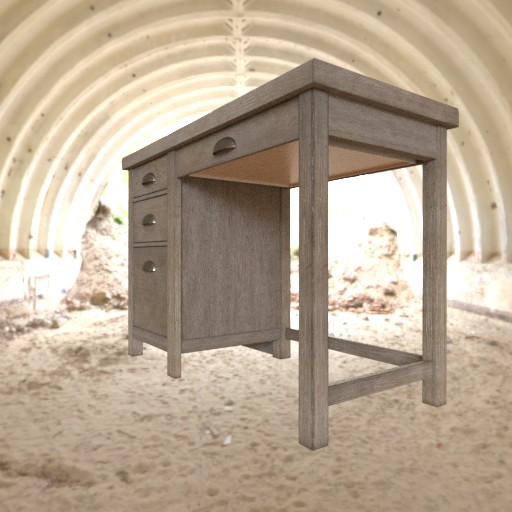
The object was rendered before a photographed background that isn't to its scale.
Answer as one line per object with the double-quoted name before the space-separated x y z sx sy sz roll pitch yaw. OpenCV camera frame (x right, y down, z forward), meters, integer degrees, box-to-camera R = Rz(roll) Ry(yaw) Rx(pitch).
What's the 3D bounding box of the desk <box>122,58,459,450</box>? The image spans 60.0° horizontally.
"desk" 0.000 0.000 1.708 0.610 0.912 1.289 0 0 -36
